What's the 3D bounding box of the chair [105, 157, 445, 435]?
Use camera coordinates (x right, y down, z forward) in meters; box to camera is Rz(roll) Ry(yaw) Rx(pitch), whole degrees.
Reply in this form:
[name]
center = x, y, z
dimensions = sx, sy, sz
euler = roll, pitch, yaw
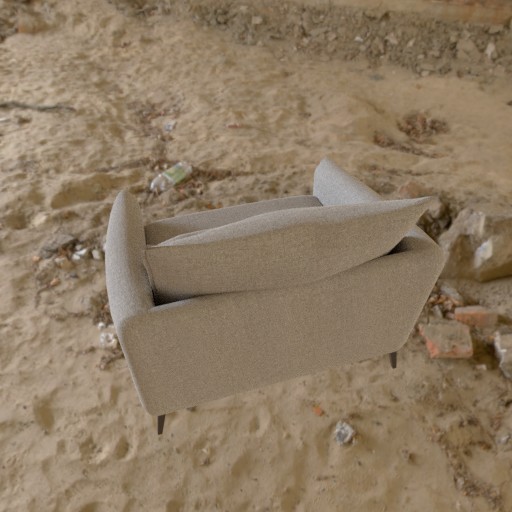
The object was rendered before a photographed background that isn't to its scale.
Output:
[chair]
center = 0.000, 0.000, 1.607
dimensions = 1.029, 0.856, 0.801
euler = -12, 43, -13
